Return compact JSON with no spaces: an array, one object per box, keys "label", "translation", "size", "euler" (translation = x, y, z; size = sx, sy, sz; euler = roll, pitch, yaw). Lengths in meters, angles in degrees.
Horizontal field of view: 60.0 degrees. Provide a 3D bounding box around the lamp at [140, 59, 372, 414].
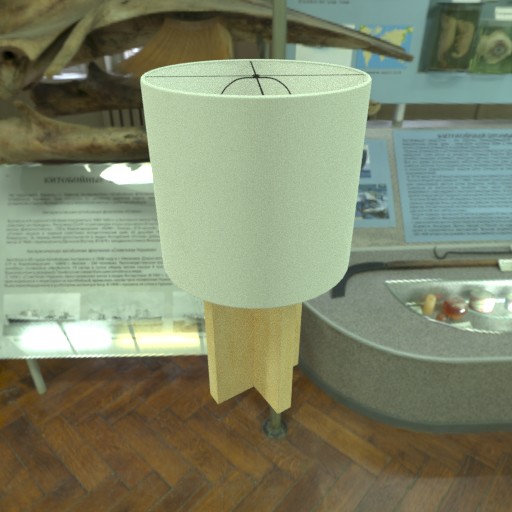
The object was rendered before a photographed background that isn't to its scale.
[{"label":"lamp","translation":[0.000,0.000,0.556],"size":[0.229,0.428,0.229],"euler":[-19,35,-28]}]
